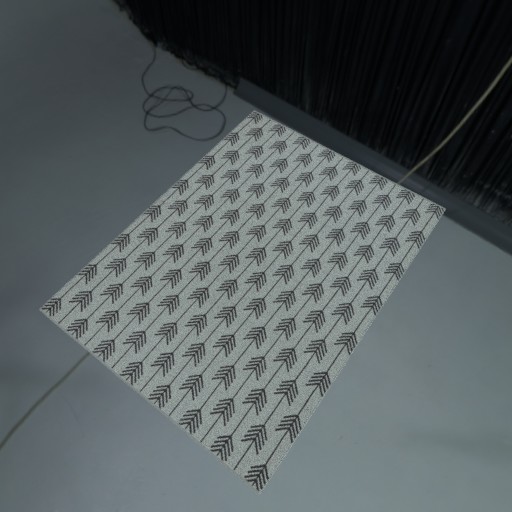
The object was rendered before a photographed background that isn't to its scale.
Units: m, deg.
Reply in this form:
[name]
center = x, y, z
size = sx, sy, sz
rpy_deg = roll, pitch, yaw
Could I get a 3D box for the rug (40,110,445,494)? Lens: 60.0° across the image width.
[rug]
center = 0.000, 0.000, 4.039
size = 2.330, 0.010, 3.061
rpy_deg = 33, 64, 18
